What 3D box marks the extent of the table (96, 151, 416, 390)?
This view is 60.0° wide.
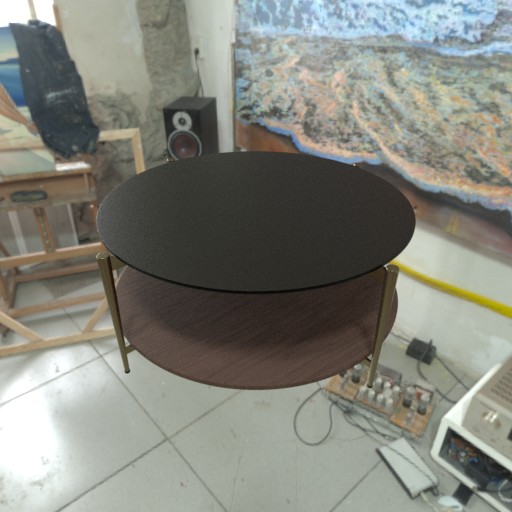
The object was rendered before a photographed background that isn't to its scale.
[{"bbox_3d":[0.000,0.000,1.465,0.938,0.400,0.938,11,33,17],"label":"table"}]
